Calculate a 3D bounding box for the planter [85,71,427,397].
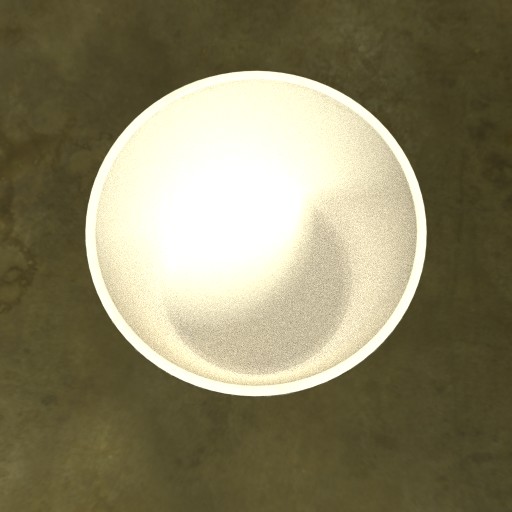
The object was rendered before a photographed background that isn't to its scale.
[{"bbox_3d":[0.000,0.000,0.384,0.221,0.201,0.221,0,76,0],"label":"planter"}]
